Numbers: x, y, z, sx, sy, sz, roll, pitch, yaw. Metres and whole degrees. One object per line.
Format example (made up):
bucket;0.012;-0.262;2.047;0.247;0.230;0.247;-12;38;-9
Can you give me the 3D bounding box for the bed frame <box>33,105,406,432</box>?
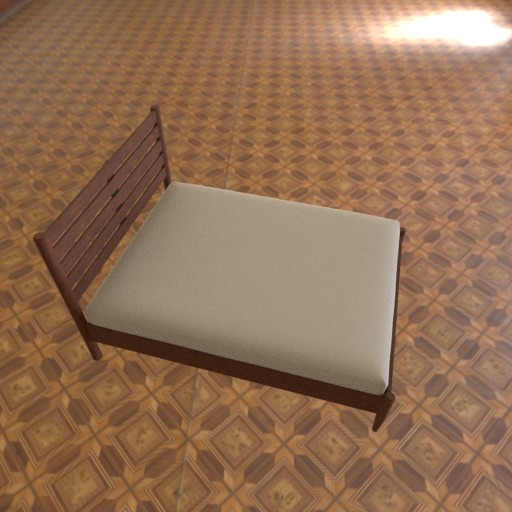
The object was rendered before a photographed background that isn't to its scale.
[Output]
bed frame;0.000;0.000;3.359;2.234;1.321;1.655;11;47;11
